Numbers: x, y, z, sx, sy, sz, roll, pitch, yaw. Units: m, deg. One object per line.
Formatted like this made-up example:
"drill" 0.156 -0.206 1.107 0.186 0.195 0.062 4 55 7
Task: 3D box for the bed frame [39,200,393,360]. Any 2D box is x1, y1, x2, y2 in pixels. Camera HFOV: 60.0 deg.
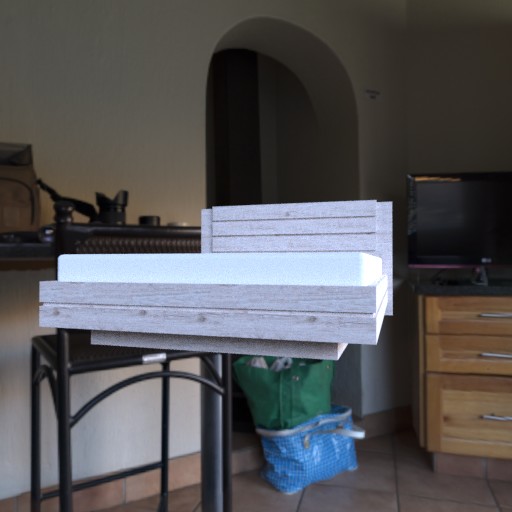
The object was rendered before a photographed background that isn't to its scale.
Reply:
"bed frame" 0.000 0.000 3.015 1.750 0.970 2.080 0 -1 18
